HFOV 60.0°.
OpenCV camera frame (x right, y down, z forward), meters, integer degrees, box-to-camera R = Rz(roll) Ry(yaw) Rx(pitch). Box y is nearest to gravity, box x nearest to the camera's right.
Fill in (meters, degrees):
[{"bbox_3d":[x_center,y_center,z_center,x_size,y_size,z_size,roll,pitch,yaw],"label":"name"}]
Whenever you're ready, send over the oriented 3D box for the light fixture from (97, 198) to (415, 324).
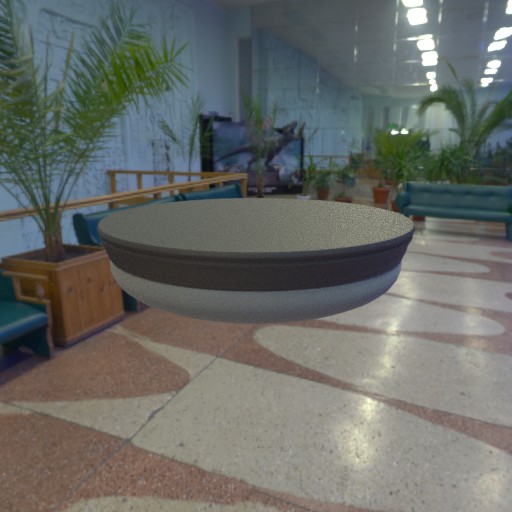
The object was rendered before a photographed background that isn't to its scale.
[{"bbox_3d":[0.000,0.000,0.554,0.368,0.100,0.368,0,14,0],"label":"light fixture"}]
